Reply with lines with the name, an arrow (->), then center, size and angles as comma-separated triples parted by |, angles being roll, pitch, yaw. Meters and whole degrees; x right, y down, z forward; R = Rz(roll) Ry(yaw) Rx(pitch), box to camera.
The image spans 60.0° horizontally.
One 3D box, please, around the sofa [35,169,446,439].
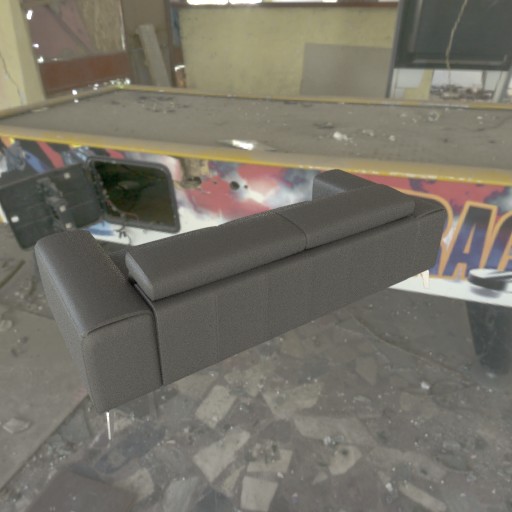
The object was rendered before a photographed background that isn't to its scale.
sofa -> 0.000, 0.000, 2.745 | 2.321, 0.759, 1.023 | -18, 33, -29
